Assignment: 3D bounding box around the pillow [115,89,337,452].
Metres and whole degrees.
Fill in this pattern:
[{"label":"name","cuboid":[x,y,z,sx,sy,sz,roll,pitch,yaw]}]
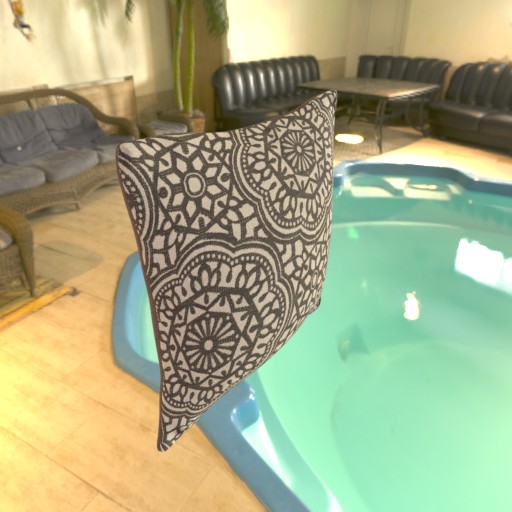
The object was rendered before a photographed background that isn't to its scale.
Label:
[{"label":"pillow","cuboid":[0.000,0.000,0.649,0.148,0.417,0.436,19,33,31]}]
